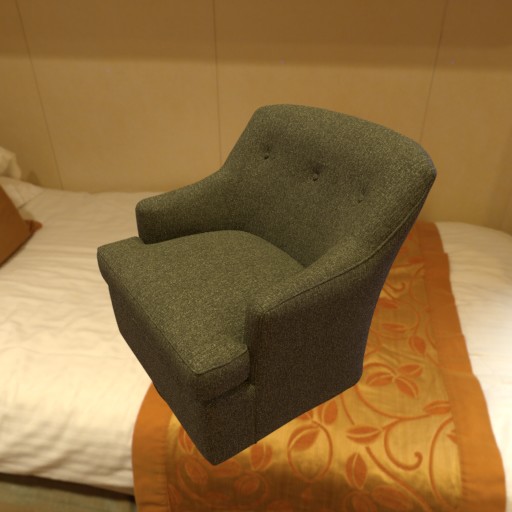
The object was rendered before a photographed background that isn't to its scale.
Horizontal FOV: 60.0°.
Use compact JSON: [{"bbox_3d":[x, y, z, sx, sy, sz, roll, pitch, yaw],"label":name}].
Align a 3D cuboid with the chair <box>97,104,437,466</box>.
[{"bbox_3d":[0.000,0.000,1.575,0.923,0.856,0.864,-21,37,-30],"label":"chair"}]
